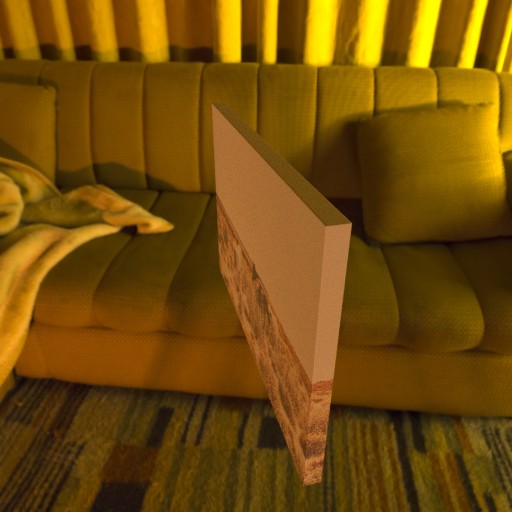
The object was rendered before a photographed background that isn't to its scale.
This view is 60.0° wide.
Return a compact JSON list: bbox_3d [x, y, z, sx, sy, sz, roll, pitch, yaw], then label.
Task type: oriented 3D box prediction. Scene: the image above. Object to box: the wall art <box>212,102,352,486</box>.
[{"bbox_3d":[0.000,0.000,1.459,0.051,0.761,1.138,-8,31,-13],"label":"wall art"}]
